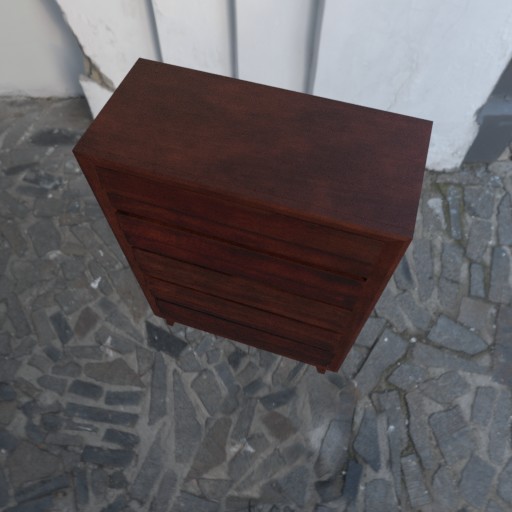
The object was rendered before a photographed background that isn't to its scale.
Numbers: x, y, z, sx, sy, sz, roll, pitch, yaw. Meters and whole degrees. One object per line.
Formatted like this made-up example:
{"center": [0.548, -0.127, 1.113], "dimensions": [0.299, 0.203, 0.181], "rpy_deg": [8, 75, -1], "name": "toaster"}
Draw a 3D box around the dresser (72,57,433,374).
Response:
{"center": [0.000, 0.000, 2.084], "dimensions": [1.072, 1.514, 0.506], "rpy_deg": [16, 61, 9], "name": "dresser"}
